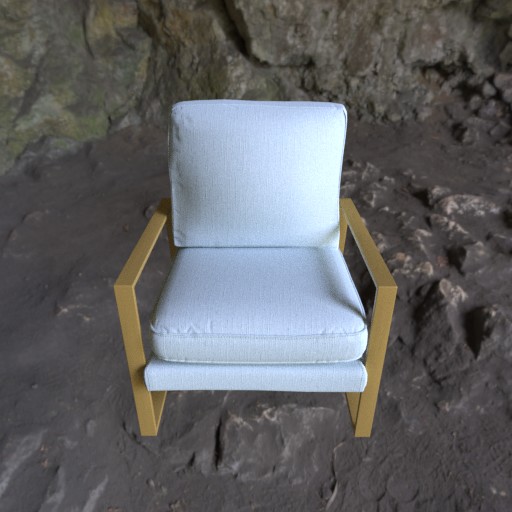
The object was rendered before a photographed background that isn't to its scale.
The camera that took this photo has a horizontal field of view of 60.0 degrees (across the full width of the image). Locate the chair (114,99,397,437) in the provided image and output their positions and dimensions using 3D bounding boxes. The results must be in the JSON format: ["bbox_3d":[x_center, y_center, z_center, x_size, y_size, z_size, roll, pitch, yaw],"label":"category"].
[{"bbox_3d":[0.000,0.000,1.545,0.758,0.956,0.813,0,30,0],"label":"chair"}]
